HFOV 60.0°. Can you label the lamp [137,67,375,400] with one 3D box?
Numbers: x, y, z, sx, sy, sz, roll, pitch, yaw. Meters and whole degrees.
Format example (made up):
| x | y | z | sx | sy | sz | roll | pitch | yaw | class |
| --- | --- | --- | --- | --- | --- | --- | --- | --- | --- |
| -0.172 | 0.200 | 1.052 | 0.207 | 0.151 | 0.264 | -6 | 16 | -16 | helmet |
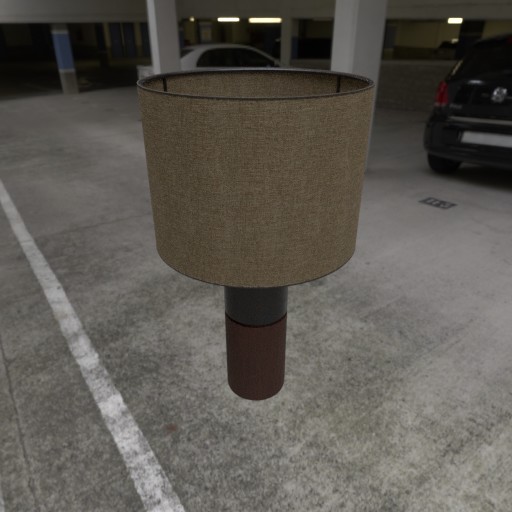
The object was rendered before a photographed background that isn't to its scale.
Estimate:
| x | y | z | sx | sy | sz | roll | pitch | yaw | class |
| --- | --- | --- | --- | --- | --- | --- | --- | --- | --- |
| 0.000 | 0.000 | 0.468 | 0.202 | 0.350 | 0.202 | 0 | 28 | 0 | lamp |
